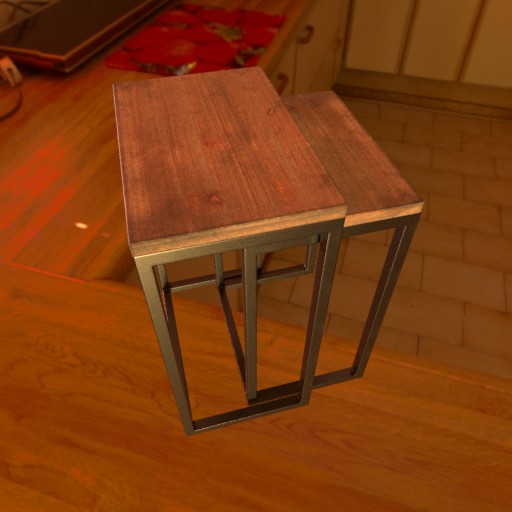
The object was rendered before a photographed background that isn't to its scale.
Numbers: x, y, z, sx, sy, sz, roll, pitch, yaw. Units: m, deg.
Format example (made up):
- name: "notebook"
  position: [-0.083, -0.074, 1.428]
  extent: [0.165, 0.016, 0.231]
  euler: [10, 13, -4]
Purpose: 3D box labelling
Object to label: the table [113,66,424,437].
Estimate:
- name: "table"
  position: [0.000, 0.000, 0.953]
  extent: [0.460, 0.615, 0.456]
  euler: [-9, 48, -9]
